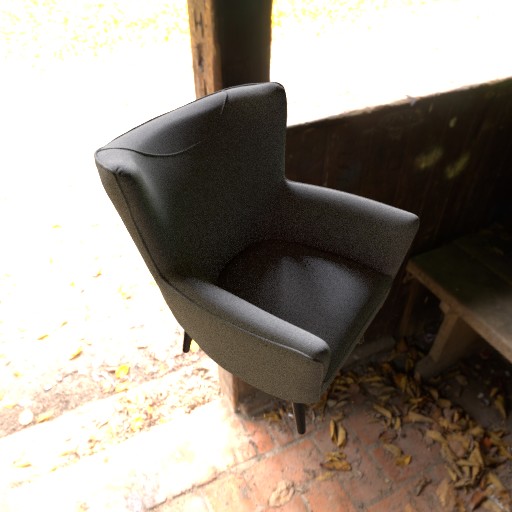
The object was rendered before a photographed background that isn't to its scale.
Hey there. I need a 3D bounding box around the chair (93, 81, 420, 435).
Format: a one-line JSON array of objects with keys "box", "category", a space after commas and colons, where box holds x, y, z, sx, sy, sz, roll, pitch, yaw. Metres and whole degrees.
[{"box": [0.000, 0.000, 1.569, 0.888, 0.933, 0.781, 24, 46, 26], "category": "chair"}]
